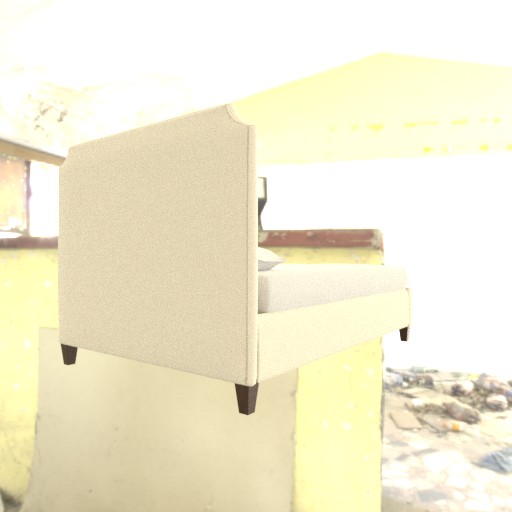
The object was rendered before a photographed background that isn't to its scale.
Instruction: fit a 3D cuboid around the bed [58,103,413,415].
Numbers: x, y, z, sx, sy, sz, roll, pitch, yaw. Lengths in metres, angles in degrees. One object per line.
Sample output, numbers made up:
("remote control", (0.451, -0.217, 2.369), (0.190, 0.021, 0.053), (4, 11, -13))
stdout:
("bed", (0.000, 0.000, 3.475), (1.712, 1.497, 2.372), (0, 0, 37))
